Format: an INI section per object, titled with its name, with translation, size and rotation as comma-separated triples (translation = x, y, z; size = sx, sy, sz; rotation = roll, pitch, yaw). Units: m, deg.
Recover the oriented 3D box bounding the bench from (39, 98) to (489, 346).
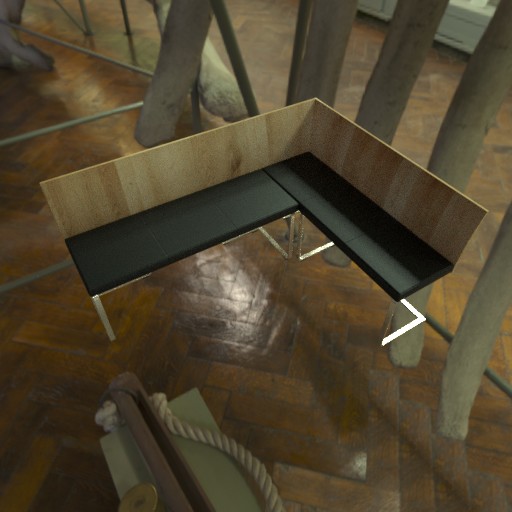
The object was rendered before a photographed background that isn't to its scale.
[bench]
translation = 0.000, 0.000, 2.738
size = 1.945, 0.930, 1.495
rotation = -24, 50, -22
